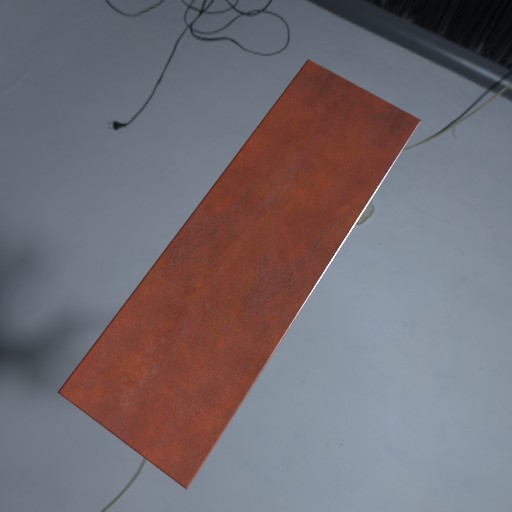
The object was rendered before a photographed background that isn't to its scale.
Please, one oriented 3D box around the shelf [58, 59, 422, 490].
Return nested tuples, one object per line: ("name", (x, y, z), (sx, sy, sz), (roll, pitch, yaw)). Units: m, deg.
("shelf", (0.000, 0.000, 0.507), (0.152, 0.088, 0.457), (32, 76, 9))
